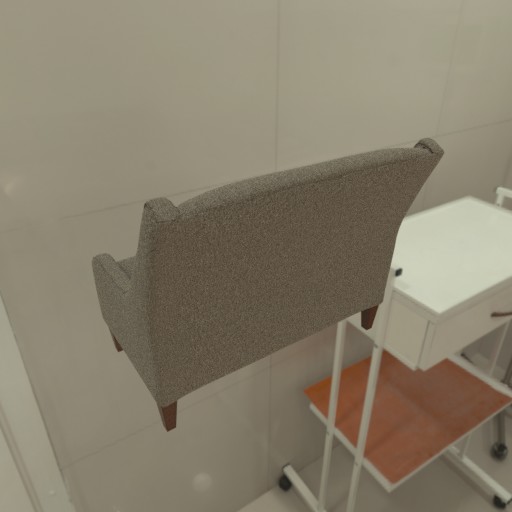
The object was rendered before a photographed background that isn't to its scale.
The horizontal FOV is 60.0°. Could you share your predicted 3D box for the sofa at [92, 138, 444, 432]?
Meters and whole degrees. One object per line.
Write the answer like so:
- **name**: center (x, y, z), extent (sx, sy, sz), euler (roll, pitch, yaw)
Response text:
- **sofa**: center (0.000, 0.000, 1.968), extent (1.242, 1.026, 0.862), euler (-18, 34, -30)
